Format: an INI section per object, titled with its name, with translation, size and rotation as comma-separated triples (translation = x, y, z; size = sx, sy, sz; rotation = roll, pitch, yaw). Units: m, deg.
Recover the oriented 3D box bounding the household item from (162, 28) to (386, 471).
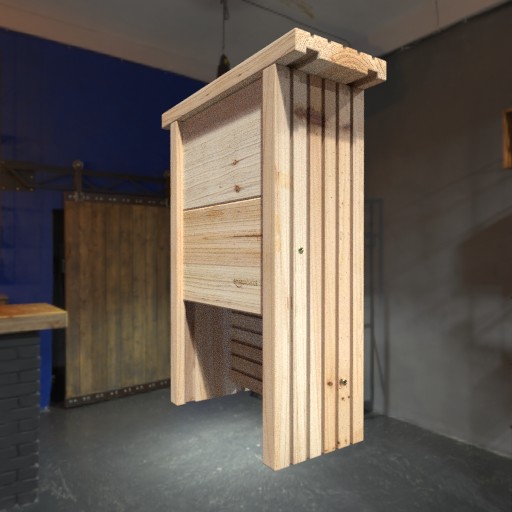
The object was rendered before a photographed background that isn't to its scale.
[household item]
translation = 0.000, 0.000, 0.552
size = 0.123, 0.407, 0.301
rotation = 0, 0, -35
